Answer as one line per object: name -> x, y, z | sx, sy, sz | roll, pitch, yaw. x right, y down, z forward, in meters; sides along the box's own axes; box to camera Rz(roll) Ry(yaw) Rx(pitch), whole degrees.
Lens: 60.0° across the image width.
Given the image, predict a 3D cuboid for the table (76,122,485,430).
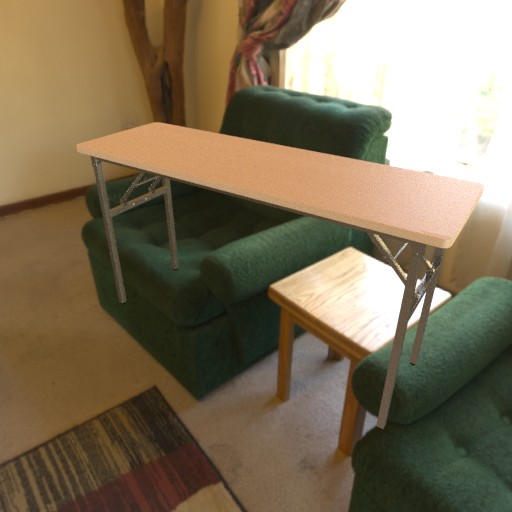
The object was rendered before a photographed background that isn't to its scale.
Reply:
table -> 0.000, 0.000, 1.718 | 1.397, 0.750, 0.446 | 19, 35, 29
